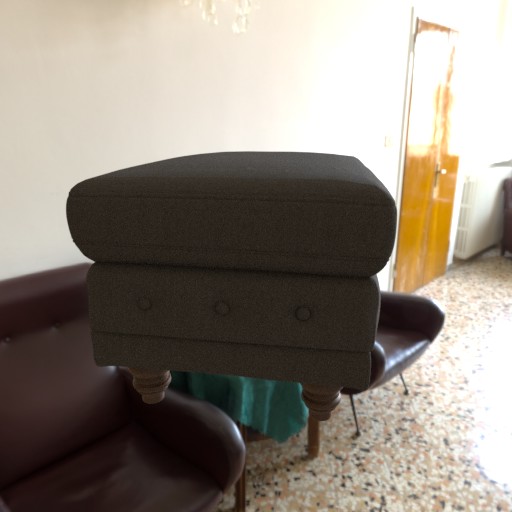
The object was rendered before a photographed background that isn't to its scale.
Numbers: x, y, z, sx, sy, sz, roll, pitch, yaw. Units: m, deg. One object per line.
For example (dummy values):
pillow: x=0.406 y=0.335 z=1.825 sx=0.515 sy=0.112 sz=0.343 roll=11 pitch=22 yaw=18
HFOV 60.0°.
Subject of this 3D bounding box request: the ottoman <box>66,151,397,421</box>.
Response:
ottoman: x=0.000 y=0.000 z=1.122 sx=0.569 sy=0.500 sz=0.771 roll=3 pitch=17 yaw=9
